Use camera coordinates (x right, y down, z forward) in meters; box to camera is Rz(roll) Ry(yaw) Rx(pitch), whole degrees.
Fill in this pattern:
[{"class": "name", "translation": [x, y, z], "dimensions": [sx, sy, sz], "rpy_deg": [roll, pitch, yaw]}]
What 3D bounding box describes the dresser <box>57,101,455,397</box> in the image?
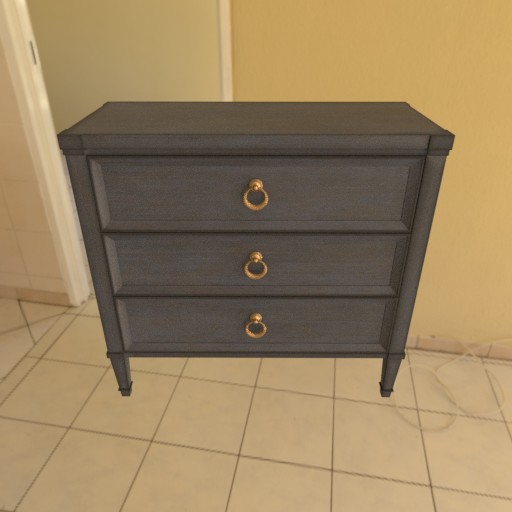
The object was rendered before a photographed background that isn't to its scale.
[{"class": "dresser", "translation": [0.000, 0.000, 1.602], "dimensions": [1.049, 0.986, 0.463], "rpy_deg": [0, 30, 0]}]
